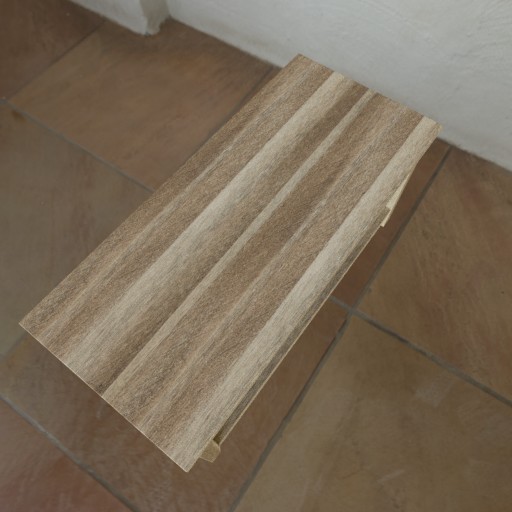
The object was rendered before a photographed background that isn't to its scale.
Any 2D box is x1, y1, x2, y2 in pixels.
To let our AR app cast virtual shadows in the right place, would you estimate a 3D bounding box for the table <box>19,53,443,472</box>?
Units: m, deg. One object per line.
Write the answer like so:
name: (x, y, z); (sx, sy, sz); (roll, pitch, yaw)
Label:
table: (0.000, 0.000, 1.326); (0.493, 0.480, 1.095); (34, 68, 16)
